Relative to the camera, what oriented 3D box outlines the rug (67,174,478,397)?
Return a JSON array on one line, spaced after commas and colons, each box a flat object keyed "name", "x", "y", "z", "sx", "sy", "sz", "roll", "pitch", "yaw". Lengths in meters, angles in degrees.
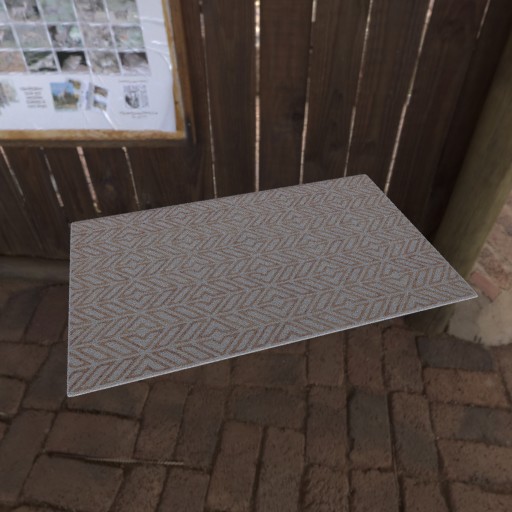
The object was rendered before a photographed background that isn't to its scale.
[{"name": "rug", "x": 0.000, "y": 0.000, "z": 3.038, "sx": 2.438, "sy": 0.008, "sz": 1.523, "roll": -11, "pitch": 43, "yaw": -12}]
